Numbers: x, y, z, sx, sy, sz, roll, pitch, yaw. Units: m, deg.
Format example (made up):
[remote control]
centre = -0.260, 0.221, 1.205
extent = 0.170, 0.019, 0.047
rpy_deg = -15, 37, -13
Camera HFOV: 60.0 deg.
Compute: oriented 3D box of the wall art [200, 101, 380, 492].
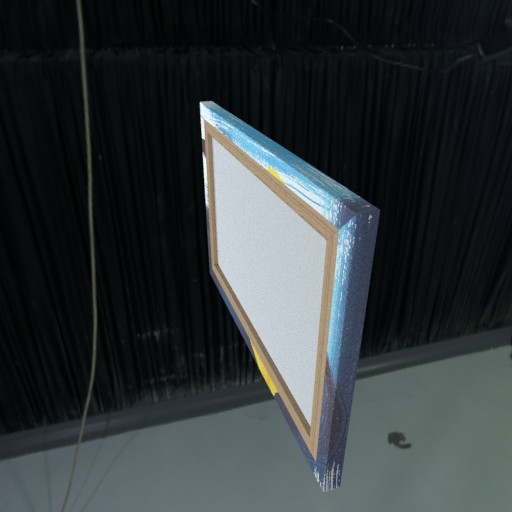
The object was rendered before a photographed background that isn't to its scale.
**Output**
[wall art]
centre = 0.000, 0.000, 1.129
extent = 0.039, 0.610, 0.914
rpy_deg = -10, 30, -17
